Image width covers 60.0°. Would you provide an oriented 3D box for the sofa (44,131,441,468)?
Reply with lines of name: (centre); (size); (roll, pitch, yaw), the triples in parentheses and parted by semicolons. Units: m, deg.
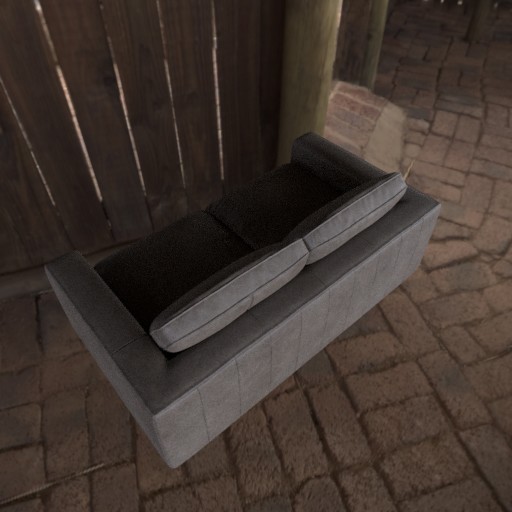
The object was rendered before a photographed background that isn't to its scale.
sofa: (0.000, 0.000, 2.466); (1.920, 0.800, 1.070); (-32, 54, -27)
